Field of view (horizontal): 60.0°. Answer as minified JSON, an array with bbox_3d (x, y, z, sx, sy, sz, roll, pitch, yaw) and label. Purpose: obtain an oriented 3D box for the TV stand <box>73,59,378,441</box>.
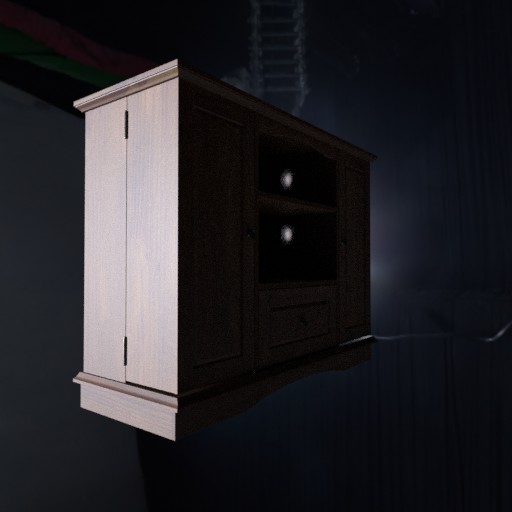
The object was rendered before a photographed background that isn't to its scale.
[{"bbox_3d":[0.000,0.000,1.474,0.406,0.813,1.067,-1,-1,38],"label":"TV stand"}]
